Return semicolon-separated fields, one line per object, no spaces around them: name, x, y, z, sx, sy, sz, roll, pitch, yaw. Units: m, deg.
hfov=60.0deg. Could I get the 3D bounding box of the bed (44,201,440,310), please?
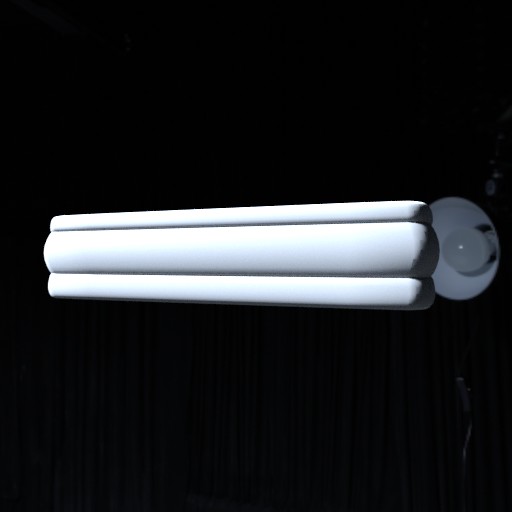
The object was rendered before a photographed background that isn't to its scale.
bed;0.000;0.000;2.717;2.036;0.460;1.520;0;-1;19
